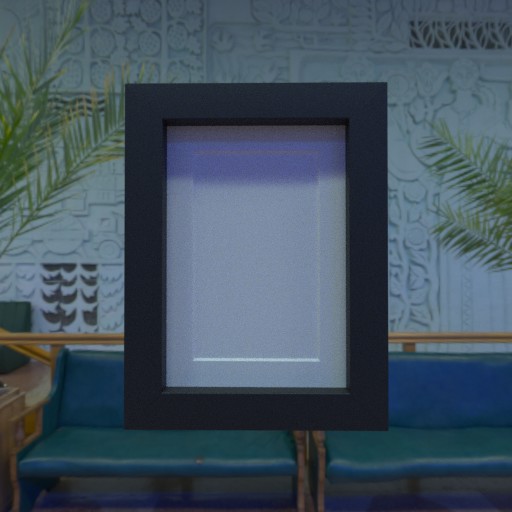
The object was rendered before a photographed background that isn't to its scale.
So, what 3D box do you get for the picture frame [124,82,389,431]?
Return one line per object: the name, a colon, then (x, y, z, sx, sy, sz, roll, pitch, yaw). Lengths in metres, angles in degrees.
picture frame: (0.000, 0.000, 0.278, 0.157, 0.208, 0.028, 0, -1, 1)
